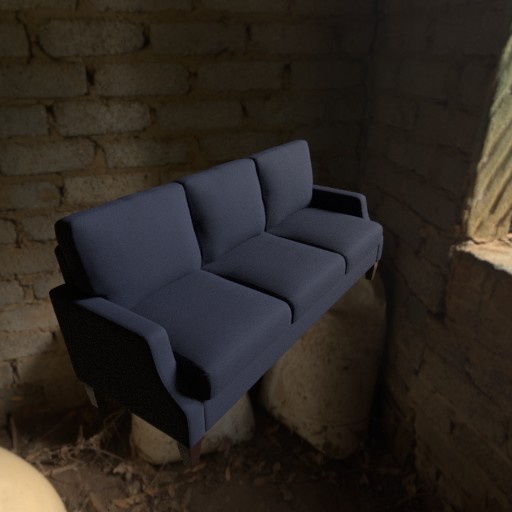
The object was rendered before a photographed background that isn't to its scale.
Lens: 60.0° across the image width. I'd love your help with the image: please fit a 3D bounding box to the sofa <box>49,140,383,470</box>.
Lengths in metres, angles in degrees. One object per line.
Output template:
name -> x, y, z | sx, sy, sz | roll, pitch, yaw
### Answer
sofa -> 0.000, 0.000, 2.608 | 0.888, 0.984, 2.115 | 17, 31, 31
